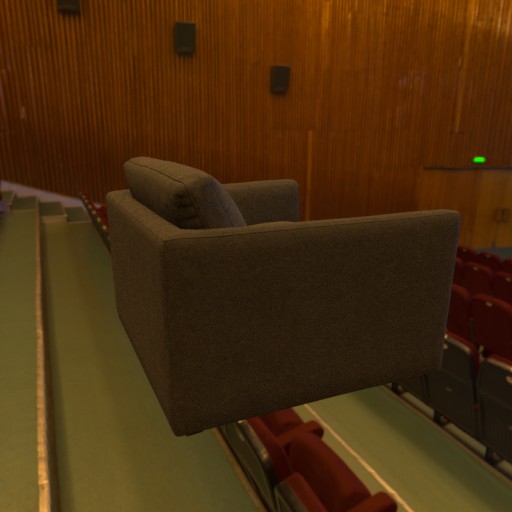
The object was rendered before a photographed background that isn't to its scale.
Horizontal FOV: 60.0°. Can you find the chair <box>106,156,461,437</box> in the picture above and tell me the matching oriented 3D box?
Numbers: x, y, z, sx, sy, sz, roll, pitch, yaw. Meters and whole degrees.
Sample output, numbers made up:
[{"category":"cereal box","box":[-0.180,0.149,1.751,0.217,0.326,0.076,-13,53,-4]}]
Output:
[{"category":"chair","box":[0.000,0.000,1.914,1.091,0.845,1.190,-8,18,-25]}]
